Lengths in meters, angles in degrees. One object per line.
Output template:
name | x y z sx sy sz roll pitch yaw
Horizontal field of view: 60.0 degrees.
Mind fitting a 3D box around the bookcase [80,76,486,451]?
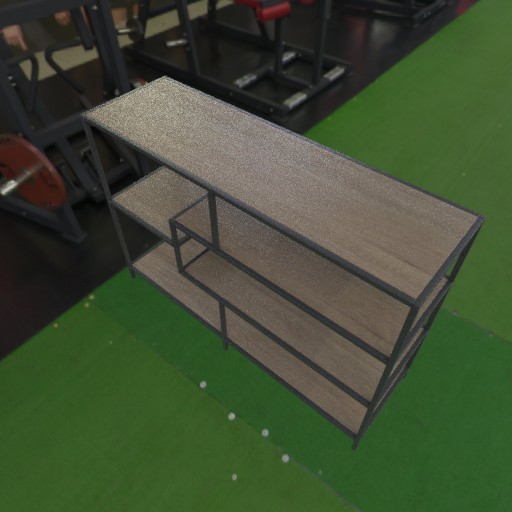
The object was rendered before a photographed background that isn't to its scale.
bookcase | 0.000 0.000 1.496 1.140 0.780 0.350 32 55 26
